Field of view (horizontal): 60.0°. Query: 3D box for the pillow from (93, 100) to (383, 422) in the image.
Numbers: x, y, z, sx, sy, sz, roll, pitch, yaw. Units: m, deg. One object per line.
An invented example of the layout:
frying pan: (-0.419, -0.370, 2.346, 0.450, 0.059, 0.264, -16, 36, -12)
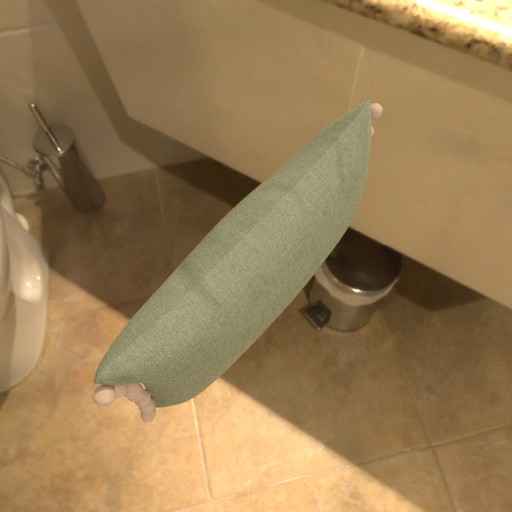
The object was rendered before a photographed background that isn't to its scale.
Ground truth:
pillow: (0.000, 0.000, 0.828, 0.201, 0.322, 0.709, 37, 69, 17)
